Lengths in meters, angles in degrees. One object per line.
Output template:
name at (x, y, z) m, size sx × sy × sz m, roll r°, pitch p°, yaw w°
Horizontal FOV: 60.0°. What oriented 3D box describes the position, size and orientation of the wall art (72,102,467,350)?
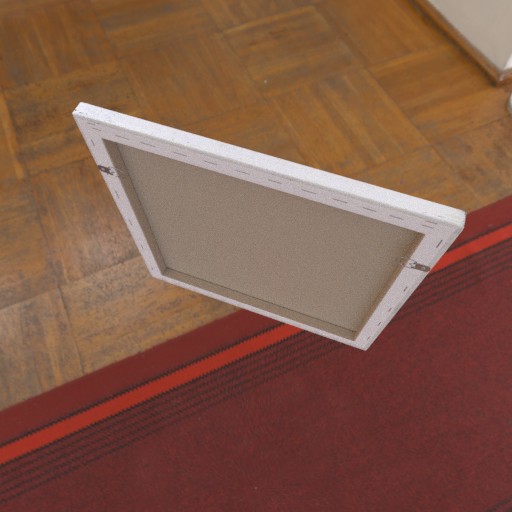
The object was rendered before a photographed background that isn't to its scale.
wall art at (0.000, 0.000, 1.150) m, size 0.762 × 0.762 × 0.038 m, roll 18°, pitch 64°, yaw 9°
